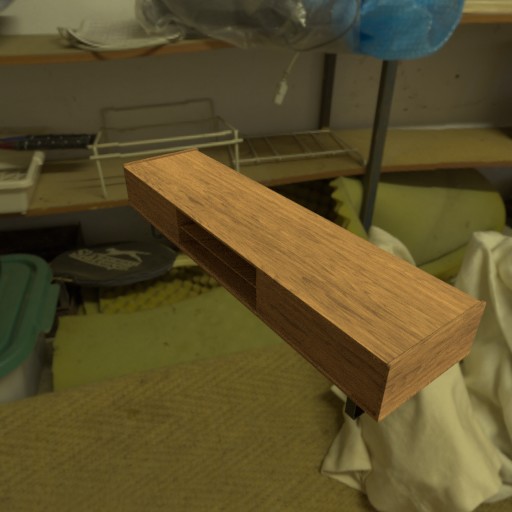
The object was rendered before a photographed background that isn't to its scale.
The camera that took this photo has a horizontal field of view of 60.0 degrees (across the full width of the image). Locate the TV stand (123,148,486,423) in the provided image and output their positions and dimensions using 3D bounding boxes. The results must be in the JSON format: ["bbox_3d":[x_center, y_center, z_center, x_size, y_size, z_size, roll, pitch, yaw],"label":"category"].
[{"bbox_3d":[0.000,0.000,1.975,0.467,0.415,1.796,-21,38,-30],"label":"TV stand"}]
